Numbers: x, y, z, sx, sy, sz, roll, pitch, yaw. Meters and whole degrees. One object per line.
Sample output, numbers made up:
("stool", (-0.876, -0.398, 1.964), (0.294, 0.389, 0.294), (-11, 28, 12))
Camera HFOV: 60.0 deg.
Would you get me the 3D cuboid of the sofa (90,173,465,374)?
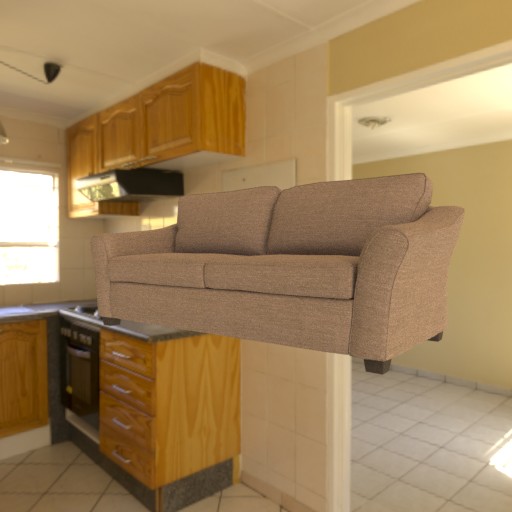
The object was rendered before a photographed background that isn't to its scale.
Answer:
("sofa", (0.000, 0.000, 2.803), (2.270, 0.965, 0.980), (1, 2, 37))
